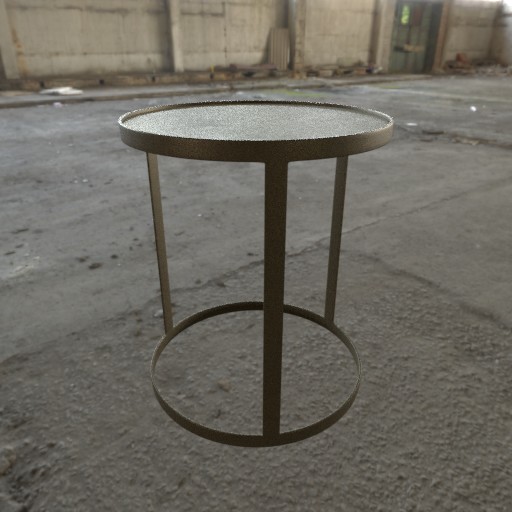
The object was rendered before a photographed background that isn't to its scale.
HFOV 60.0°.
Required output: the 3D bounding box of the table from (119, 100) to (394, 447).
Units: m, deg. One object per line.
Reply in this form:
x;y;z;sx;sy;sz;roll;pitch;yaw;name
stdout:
0.000;0.000;0.923;0.480;0.565;0.480;0;25;0;table
